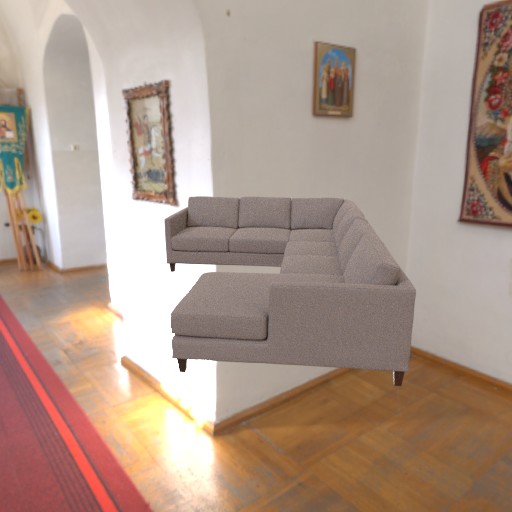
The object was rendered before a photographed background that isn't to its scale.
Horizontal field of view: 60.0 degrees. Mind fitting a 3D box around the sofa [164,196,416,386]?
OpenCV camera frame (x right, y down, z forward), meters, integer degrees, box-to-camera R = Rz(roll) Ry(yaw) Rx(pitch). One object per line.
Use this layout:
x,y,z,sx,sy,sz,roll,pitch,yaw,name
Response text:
0.000,0.000,4.580,2.424,0.865,3.438,2,14,7,sofa
